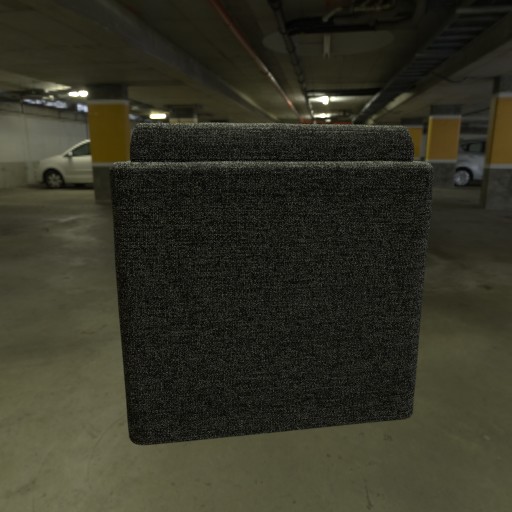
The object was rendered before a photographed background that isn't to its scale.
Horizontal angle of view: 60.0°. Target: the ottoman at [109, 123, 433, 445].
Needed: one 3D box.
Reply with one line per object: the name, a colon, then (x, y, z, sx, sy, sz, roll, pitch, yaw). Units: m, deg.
ottoman: (0.000, 0.000, 0.828, 0.450, 0.463, 0.450, -2, 13, -9)
